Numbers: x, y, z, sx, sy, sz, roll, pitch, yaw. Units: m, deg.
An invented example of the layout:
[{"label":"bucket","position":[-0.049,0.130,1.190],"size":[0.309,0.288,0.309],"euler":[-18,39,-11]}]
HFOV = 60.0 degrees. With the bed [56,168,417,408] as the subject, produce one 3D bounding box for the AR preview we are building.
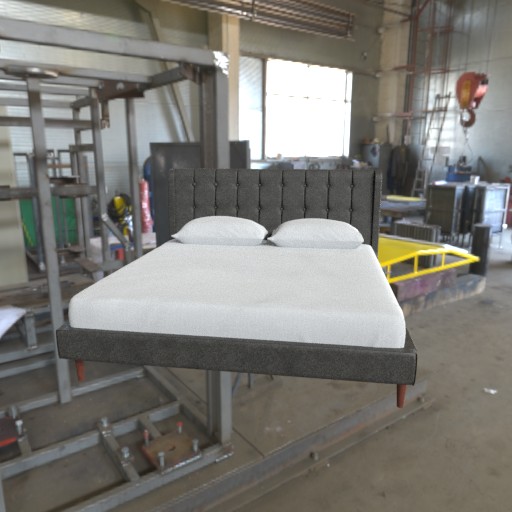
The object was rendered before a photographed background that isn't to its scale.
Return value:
[{"label":"bed","position":[0.000,0.000,3.189],"size":[1.903,1.158,2.031],"euler":[2,13,9]}]
